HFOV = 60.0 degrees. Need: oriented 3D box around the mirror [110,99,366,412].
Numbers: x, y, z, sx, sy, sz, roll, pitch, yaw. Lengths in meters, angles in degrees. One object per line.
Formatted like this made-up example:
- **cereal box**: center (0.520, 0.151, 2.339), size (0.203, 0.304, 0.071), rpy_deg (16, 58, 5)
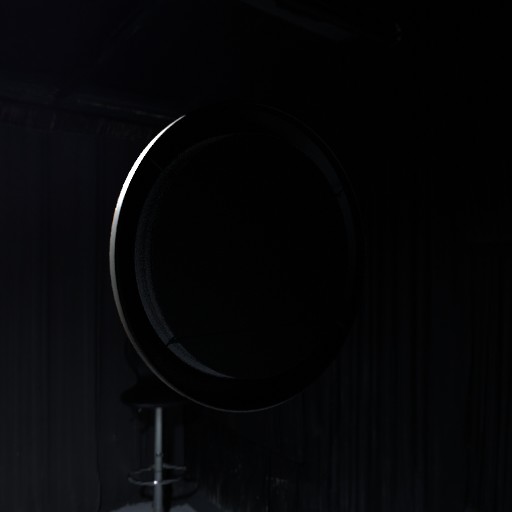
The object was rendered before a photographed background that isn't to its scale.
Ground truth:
- **mirror**: center (0.000, 0.000, 1.354), size (0.907, 0.907, 0.111), rpy_deg (0, 0, -37)
